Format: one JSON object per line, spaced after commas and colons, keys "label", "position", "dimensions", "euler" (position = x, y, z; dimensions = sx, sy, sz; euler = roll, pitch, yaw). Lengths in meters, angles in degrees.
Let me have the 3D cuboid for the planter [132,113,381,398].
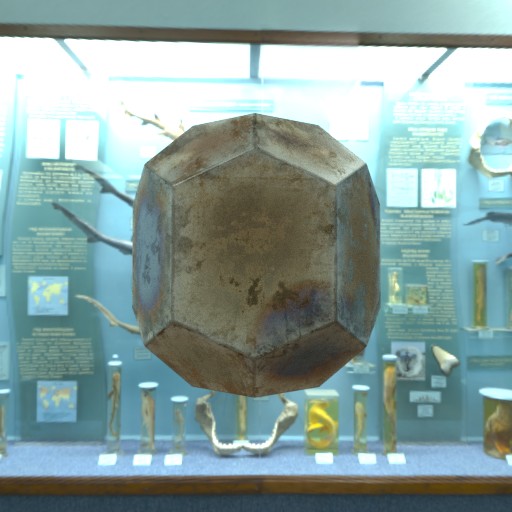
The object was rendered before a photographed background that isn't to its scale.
{"label": "planter", "position": [0.000, 0.000, 0.435], "dimensions": [0.243, 0.238, 0.221], "euler": [0, -1, 1]}
